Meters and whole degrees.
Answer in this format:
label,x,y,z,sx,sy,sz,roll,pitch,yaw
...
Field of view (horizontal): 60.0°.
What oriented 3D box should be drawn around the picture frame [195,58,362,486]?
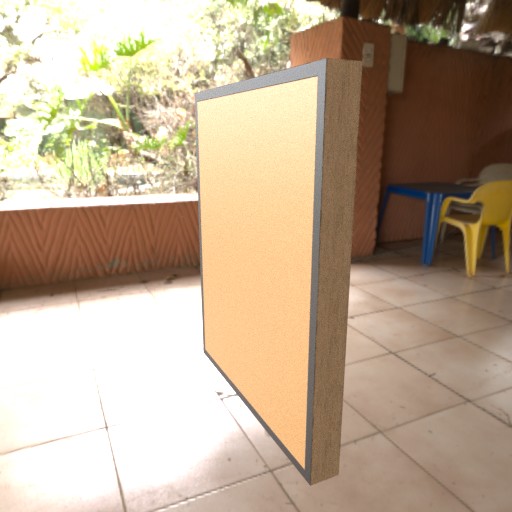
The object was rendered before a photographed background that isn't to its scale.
label,x,y,z,sx,sy,sz,roll,pitch,yaw
picture frame,0.000,0.000,0.713,0.046,0.526,0.421,-7,17,-25
